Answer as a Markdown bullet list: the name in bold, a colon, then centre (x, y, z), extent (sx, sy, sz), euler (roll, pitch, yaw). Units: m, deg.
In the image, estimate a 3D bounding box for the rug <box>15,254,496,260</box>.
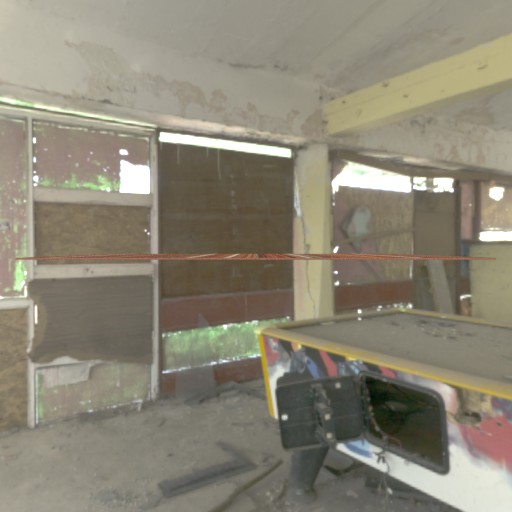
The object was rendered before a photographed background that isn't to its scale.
- **rug**: centre (0.000, 0.000, 2.289), extent (1.828, 0.007, 1.217), euler (0, 1, 1)
